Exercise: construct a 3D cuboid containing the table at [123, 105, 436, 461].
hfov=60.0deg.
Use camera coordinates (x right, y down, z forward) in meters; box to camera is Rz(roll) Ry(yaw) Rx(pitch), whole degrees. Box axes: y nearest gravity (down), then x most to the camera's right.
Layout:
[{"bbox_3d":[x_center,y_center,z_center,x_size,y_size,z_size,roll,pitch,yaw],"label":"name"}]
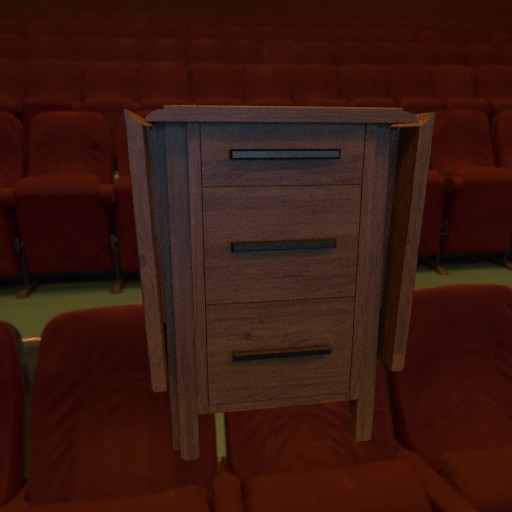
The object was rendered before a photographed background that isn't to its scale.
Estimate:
[{"bbox_3d":[0.000,0.000,1.270,0.591,0.763,0.746,-2,15,-9],"label":"table"}]
